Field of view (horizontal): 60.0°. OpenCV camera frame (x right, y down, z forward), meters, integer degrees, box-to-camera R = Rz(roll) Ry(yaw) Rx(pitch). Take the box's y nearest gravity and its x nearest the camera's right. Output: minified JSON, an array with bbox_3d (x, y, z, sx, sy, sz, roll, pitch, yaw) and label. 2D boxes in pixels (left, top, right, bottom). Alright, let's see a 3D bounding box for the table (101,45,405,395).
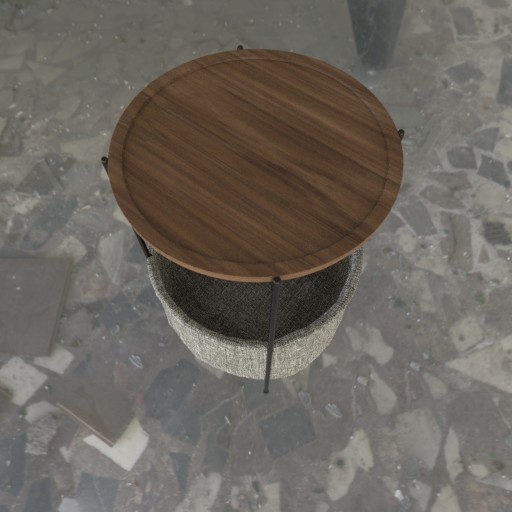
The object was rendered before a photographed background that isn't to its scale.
[{"bbox_3d":[0.000,0.000,0.858,0.400,0.623,0.400,35,67,17],"label":"table"}]
